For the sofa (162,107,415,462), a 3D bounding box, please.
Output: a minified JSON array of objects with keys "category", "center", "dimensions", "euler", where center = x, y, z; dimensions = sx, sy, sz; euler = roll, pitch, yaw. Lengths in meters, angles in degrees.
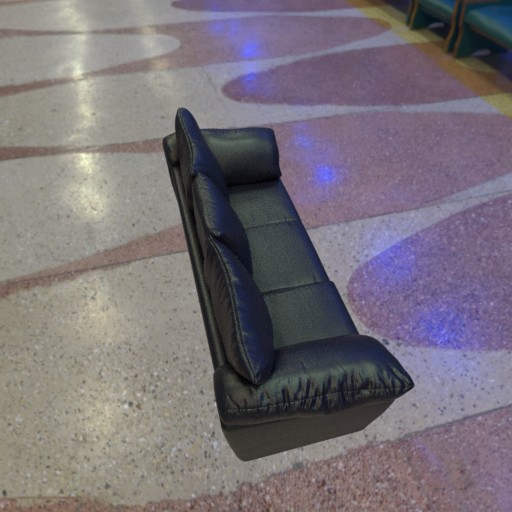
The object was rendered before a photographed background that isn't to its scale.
[{"category":"sofa","center":[0.000,0.000,2.822],"dimensions":[0.880,1.073,2.336],"euler":[-11,48,-10]}]
